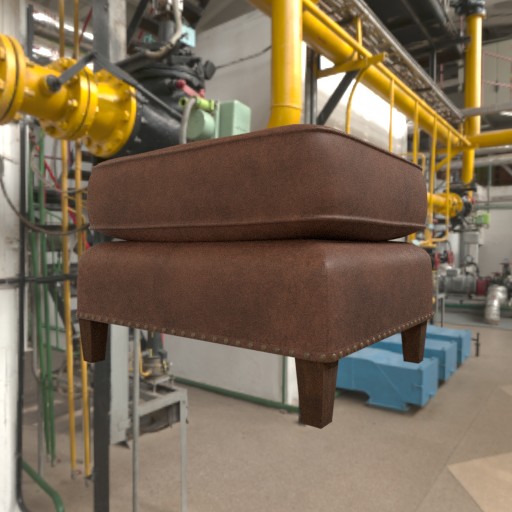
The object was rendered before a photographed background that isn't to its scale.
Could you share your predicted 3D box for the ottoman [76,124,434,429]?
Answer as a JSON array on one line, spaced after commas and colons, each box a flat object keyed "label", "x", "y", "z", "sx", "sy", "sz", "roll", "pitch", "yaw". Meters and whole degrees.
[{"label": "ottoman", "x": 0.000, "y": 0.000, "z": 1.137, "sx": 0.738, "sy": 0.537, "sz": 0.589, "roll": 1, "pitch": 2, "yaw": 37}]
